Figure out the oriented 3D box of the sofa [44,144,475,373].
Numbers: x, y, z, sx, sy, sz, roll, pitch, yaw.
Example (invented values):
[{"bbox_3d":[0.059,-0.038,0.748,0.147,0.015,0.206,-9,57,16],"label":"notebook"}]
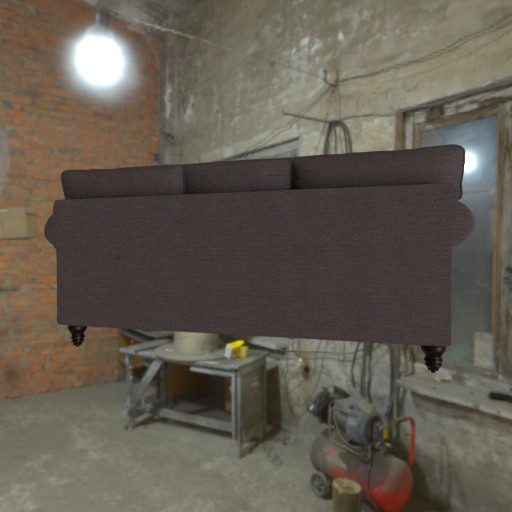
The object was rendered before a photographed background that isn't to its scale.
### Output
[{"bbox_3d":[0.000,0.000,2.456,2.084,0.966,0.909,0,0,17],"label":"sofa"}]
